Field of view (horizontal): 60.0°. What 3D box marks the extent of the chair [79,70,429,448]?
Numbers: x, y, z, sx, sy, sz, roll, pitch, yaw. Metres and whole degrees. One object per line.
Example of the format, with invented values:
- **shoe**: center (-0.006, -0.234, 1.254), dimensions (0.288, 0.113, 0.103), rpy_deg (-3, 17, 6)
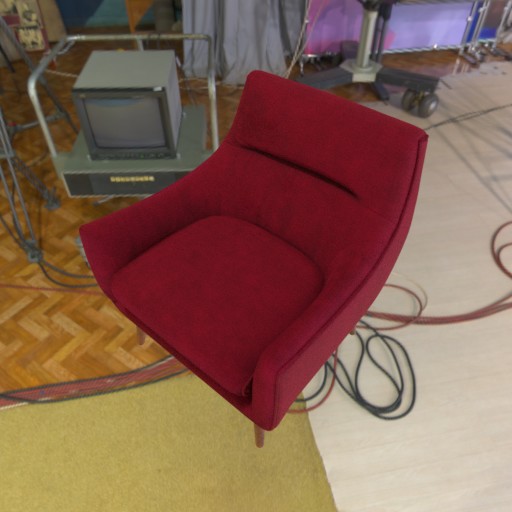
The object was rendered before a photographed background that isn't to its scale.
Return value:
- **chair**: center (0.000, 0.000, 1.431), dimensions (0.762, 0.838, 0.787), rpy_deg (31, 54, 27)
